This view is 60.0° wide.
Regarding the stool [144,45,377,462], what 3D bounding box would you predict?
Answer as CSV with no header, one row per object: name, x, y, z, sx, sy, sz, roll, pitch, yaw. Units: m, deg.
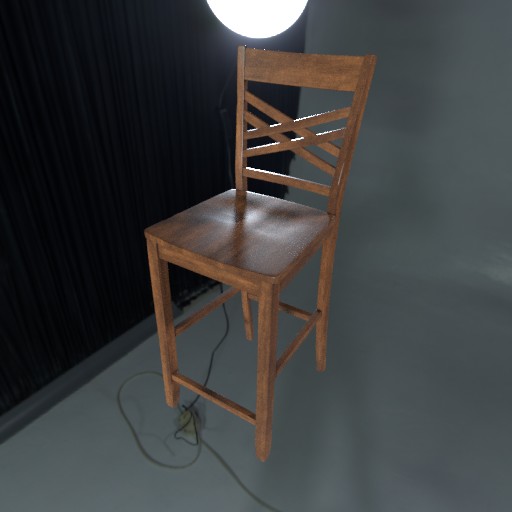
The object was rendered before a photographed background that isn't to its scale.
stool,0.000,0.000,1.336,0.426,1.098,0.504,19,35,28
